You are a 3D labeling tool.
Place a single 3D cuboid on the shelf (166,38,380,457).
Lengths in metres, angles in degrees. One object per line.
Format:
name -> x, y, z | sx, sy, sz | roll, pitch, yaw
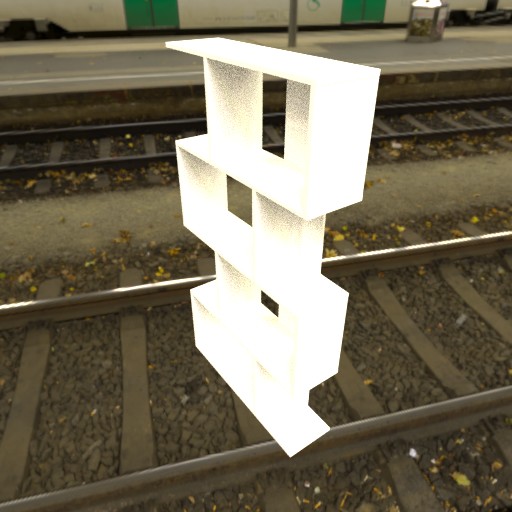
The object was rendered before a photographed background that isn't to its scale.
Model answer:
shelf -> 0.000, 0.000, 1.967 | 0.250, 1.650, 0.890 | -21, 38, -29
